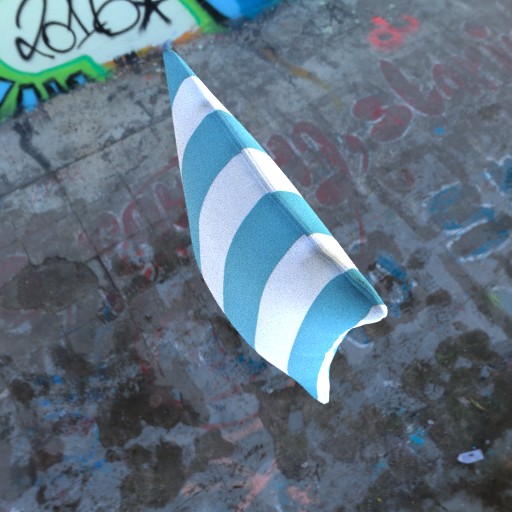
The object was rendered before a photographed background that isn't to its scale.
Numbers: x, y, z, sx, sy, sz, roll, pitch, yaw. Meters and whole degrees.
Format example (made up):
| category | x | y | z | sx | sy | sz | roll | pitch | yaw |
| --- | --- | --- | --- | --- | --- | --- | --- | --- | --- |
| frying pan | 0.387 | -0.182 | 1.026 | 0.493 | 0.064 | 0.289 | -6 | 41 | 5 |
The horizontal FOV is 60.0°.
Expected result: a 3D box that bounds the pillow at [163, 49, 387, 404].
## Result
| category | x | y | z | sx | sy | sz | roll | pitch | yaw |
| --- | --- | --- | --- | --- | --- | --- | --- | --- | --- |
| pillow | 0.000 | 0.000 | 0.815 | 0.189 | 0.526 | 0.536 | -31 | 67 | -15 |
